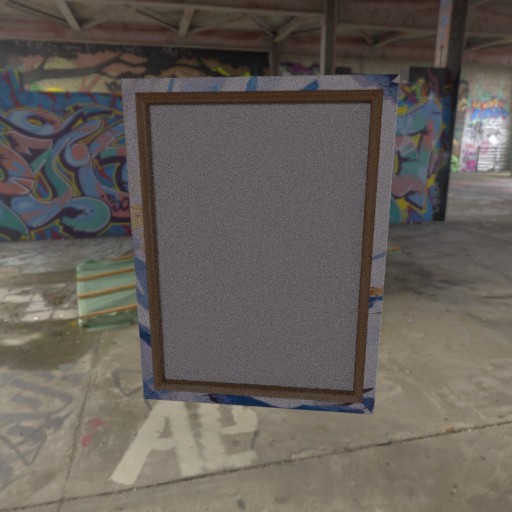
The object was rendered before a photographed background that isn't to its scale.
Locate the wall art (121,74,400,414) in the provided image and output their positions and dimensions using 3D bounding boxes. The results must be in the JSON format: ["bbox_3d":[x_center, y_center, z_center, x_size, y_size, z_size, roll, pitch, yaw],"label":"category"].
[{"bbox_3d":[0.000,0.000,1.346,0.761,1.015,0.038,2,15,7],"label":"wall art"}]
